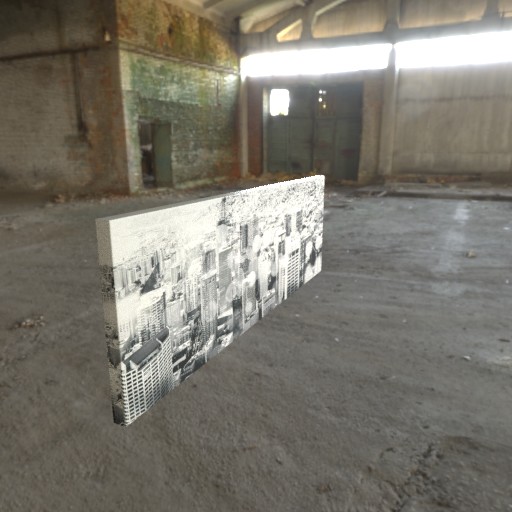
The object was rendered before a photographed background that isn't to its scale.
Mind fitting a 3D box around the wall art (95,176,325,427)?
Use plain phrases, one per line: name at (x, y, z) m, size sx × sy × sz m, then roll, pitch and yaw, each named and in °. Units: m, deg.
wall art at (0.000, 0.000, 1.683) m, size 0.044 × 0.507 × 1.520 m, roll 7°, pitch 16°, yaw 25°
